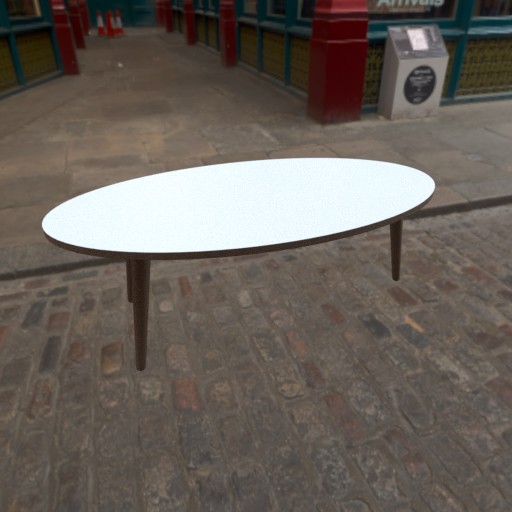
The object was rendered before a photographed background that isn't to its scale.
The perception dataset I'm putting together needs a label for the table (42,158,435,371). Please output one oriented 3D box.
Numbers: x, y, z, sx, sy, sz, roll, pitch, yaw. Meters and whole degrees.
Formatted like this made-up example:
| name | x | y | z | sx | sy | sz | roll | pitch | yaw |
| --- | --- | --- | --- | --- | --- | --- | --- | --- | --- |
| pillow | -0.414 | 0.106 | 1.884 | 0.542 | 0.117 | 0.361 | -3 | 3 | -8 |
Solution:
| name | x | y | z | sx | sy | sz | roll | pitch | yaw |
| --- | --- | --- | --- | --- | --- | --- | --- | --- | --- |
| table | 0.000 | 0.000 | 1.311 | 1.083 | 0.390 | 0.542 | -10 | 33 | -15 |
